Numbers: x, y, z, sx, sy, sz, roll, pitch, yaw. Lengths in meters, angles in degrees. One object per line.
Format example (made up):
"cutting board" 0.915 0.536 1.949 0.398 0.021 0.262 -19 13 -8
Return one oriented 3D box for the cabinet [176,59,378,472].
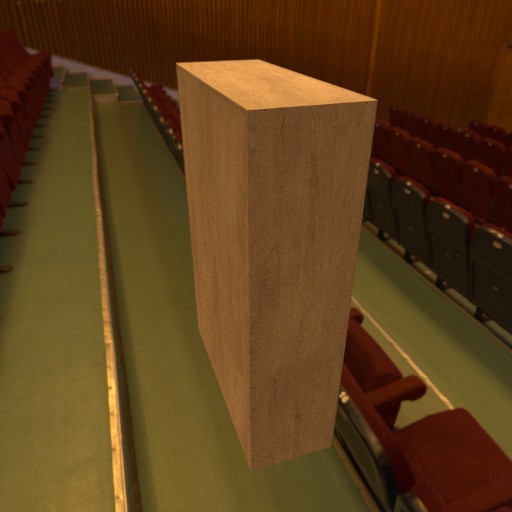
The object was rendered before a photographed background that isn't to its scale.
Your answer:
"cabinet" 0.000 0.000 2.528 0.510 1.910 1.290 -10 32 -17
